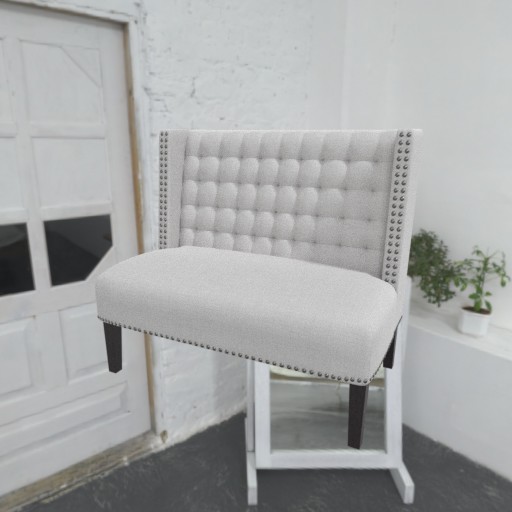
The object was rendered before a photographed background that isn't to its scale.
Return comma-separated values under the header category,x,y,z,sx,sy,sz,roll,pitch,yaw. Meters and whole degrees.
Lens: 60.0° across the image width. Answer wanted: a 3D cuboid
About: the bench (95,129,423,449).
category,x,y,z,sx,sy,sz,roll,pitch,yaw
bench,0.000,0.000,2.039,1.280,1.123,0.847,8,17,26
